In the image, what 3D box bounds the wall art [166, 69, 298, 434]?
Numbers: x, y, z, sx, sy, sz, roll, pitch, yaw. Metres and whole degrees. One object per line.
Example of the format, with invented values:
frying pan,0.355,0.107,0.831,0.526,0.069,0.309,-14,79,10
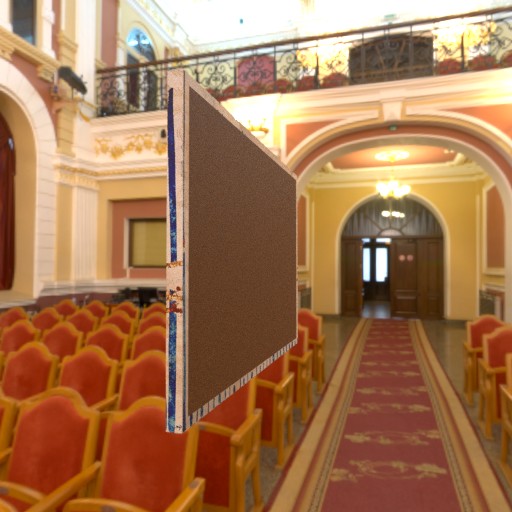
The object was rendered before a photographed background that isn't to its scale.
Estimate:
wall art,0.000,0.000,1.181,0.030,0.609,0.919,0,-1,17
